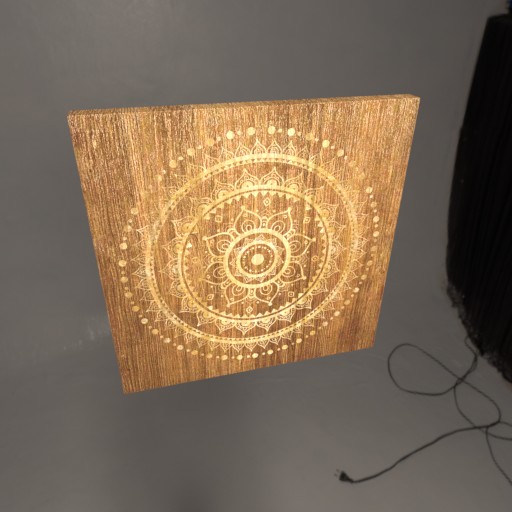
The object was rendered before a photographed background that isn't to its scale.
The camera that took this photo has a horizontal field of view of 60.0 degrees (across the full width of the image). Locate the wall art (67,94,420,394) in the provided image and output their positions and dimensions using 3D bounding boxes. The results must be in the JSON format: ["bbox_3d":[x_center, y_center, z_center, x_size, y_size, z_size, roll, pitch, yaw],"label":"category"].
[{"bbox_3d":[0.000,0.000,0.909,0.611,0.608,0.042,-8,32,-13],"label":"wall art"}]
